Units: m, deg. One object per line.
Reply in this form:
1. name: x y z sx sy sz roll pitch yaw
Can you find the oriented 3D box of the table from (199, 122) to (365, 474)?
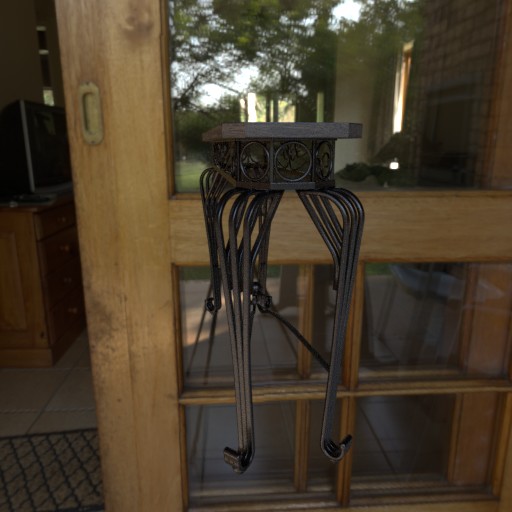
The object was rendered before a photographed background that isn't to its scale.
1. table: 0.000 0.000 1.469 0.329 0.800 1.112 -2 14 -9
